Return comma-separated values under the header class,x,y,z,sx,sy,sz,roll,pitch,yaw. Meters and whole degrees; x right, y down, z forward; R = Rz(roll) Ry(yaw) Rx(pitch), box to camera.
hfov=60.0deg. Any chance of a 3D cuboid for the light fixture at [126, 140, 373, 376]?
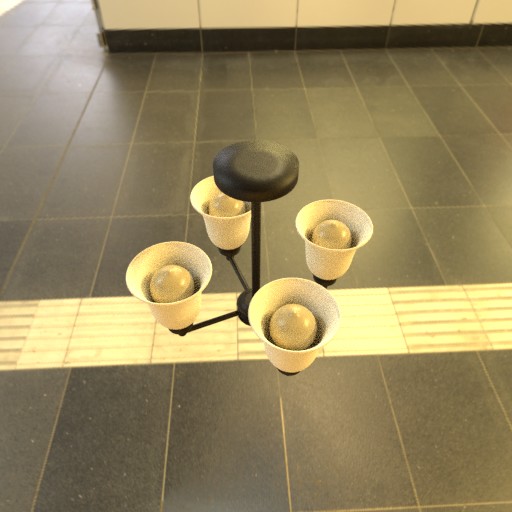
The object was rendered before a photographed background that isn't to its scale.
class,x,y,z,sx,sy,sz,roll,pitch,yaw
light fixture,0.000,0.000,1.872,1.069,0.925,1.069,-16,48,-15
